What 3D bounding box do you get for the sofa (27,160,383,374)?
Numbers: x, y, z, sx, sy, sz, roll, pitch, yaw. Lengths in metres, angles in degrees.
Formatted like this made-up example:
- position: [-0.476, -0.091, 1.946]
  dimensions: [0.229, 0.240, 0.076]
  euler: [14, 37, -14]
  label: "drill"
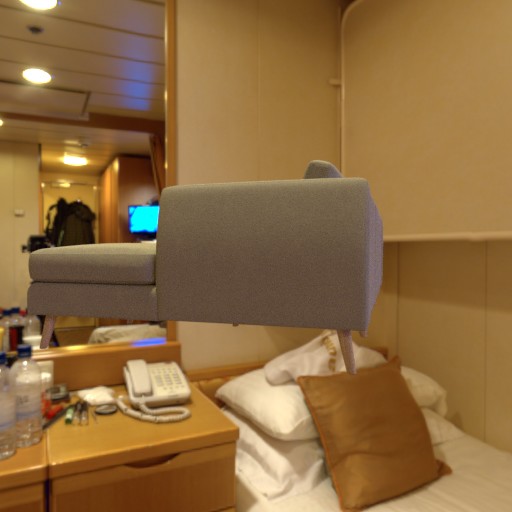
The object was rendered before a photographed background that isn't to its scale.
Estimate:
- position: [0.000, 0.000, 2.946]
  dimensions: [1.580, 0.860, 2.300]
  euler: [0, 1, 17]
  label: "sofa"
